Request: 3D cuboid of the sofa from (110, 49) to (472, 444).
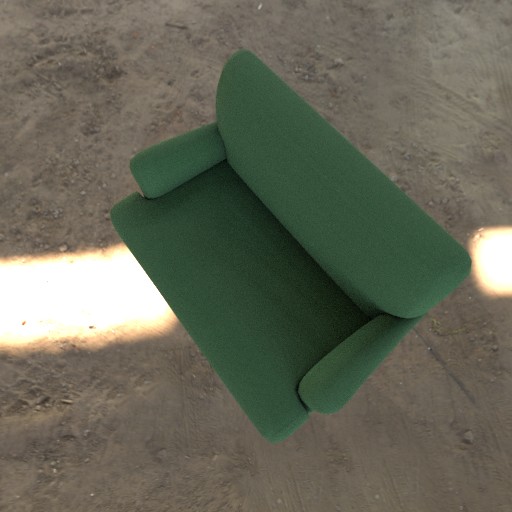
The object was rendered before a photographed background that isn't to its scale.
[{"bbox_3d":[0.000,0.000,1.800,0.779,0.889,1.297,-34,69,-15],"label":"sofa"}]
